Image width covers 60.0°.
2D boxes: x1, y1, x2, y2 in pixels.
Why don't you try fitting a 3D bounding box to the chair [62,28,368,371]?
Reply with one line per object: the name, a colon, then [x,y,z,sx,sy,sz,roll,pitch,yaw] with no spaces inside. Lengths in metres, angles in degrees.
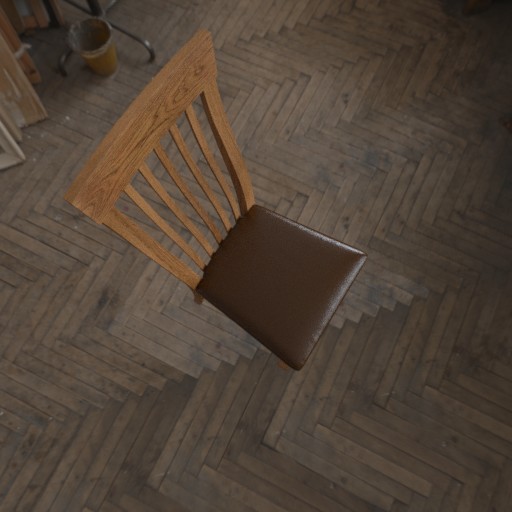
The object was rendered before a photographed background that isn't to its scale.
chair: [0.000,0.000,1.324,0.580,1.050,0.450,32,76,9]
